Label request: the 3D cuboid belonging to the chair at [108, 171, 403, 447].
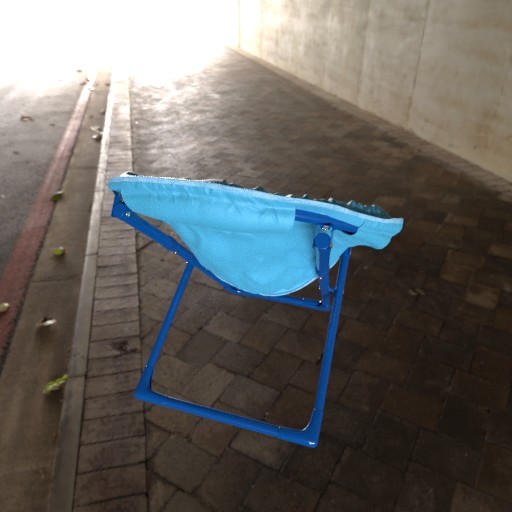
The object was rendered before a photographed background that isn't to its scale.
[{"bbox_3d":[0.000,0.000,0.874,0.520,0.478,0.465,9,32,15],"label":"chair"}]
